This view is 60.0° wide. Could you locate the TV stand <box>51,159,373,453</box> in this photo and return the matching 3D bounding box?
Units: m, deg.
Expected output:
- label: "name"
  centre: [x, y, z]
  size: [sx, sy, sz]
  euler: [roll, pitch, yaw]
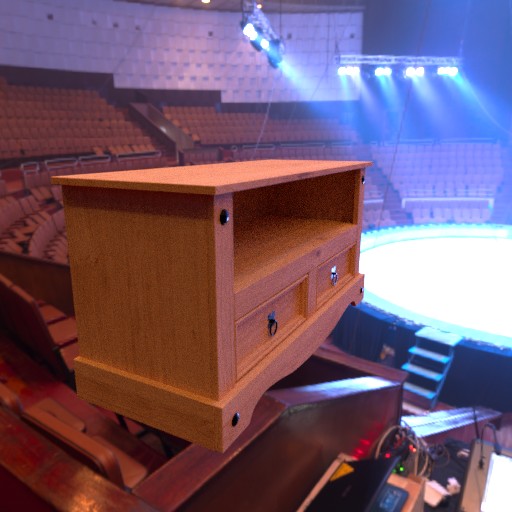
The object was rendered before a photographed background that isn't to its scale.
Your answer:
- label: "TV stand"
  centre: [0.000, 0.000, 1.398]
  size: [0.440, 0.550, 1.080]
  euler: [8, 16, 28]
